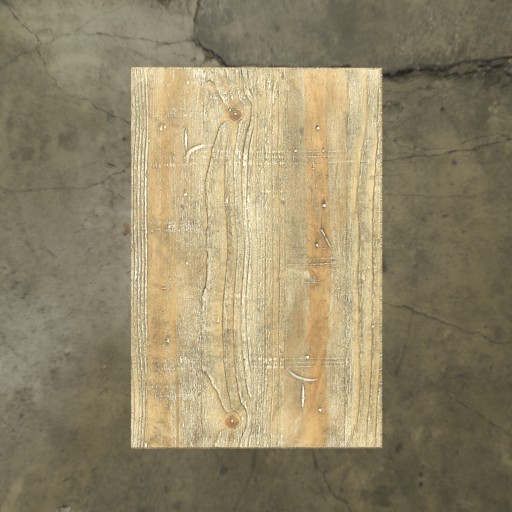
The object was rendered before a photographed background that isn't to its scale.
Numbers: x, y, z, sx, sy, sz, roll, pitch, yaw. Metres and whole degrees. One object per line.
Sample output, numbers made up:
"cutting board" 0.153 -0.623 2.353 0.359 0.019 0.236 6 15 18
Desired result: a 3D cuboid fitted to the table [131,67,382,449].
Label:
"table" 0.000 0.000 1.141 0.457 0.711 0.686 0 90 0
